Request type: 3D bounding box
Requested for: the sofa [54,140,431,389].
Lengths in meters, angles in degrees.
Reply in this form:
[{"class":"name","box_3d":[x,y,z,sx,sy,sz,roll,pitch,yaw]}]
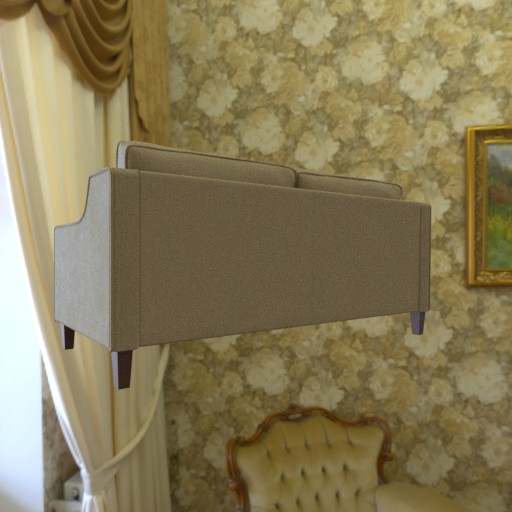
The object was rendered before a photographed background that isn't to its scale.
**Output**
[{"class":"sofa","box_3d":[0.000,0.000,2.804,2.178,1.071,1.066,0,0,-36]}]
